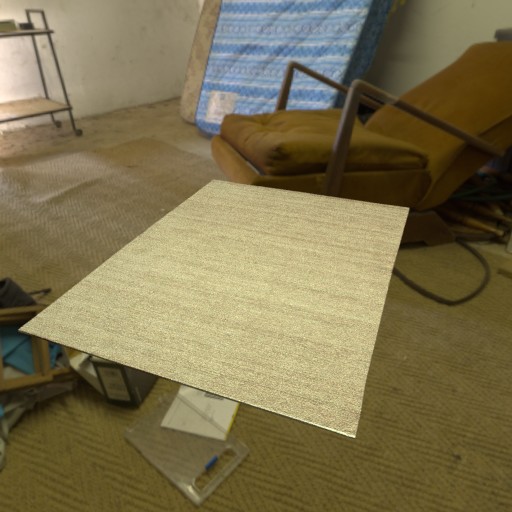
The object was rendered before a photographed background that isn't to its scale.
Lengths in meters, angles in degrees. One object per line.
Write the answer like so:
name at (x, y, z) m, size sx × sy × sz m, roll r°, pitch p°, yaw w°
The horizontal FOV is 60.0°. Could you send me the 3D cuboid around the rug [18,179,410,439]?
rug at (0.000, 0.000, 4.068) m, size 2.434 × 0.045 × 3.202 m, roll 12°, pitch 33°, yaw 19°
